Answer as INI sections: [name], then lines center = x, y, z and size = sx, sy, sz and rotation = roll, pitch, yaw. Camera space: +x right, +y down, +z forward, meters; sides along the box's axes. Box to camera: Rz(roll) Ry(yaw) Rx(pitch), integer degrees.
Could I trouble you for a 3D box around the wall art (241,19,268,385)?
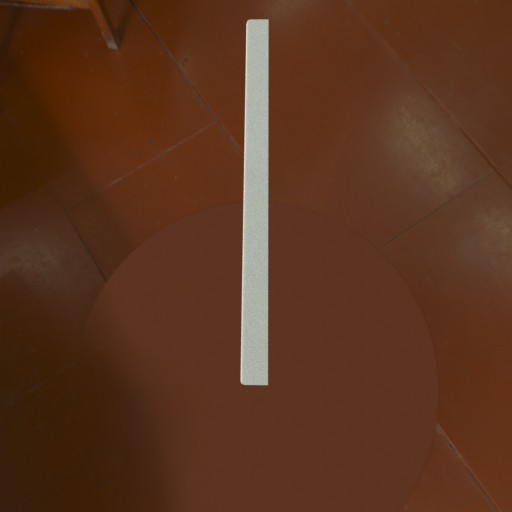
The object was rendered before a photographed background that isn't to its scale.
[wall art]
center = 0.000, 0.000, 1.131
size = 0.038, 0.912, 0.607
rotation = 0, 75, 0
